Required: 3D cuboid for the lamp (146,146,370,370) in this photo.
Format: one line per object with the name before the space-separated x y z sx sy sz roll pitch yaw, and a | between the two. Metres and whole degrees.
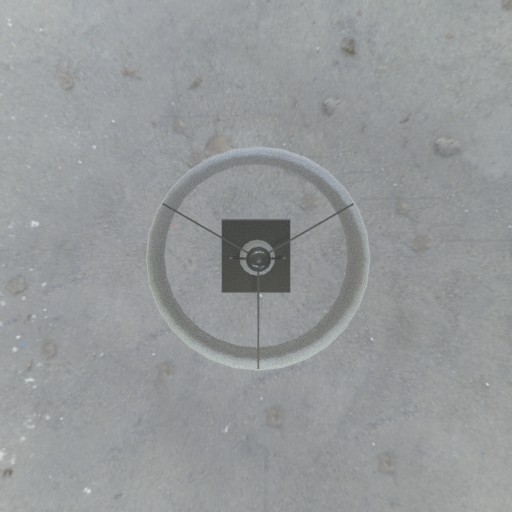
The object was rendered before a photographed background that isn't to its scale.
lamp | 0.000 0.000 0.795 0.320 0.591 0.320 0 91 -1
